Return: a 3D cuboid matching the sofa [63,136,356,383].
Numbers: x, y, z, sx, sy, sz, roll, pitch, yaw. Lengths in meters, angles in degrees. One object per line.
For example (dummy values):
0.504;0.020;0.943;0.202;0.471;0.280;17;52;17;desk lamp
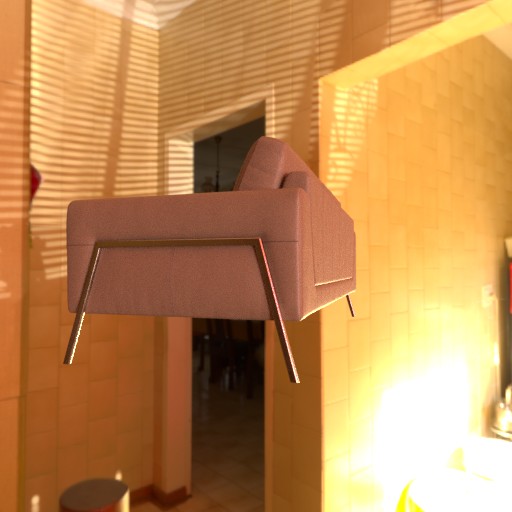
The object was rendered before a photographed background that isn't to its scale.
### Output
0.000;0.000;2.537;0.953;0.875;2.017;0;-2;18;sofa
